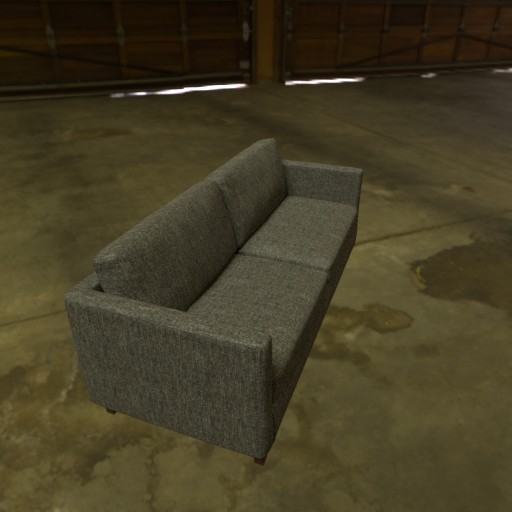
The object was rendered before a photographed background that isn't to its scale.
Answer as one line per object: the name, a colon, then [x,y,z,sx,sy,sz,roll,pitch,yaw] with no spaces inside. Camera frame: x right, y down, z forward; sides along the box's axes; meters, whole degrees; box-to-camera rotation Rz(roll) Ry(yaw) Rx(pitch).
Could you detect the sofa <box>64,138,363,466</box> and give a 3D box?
sofa: [0.000,0.000,2.742,0.948,0.960,2.208,11,31,18]
